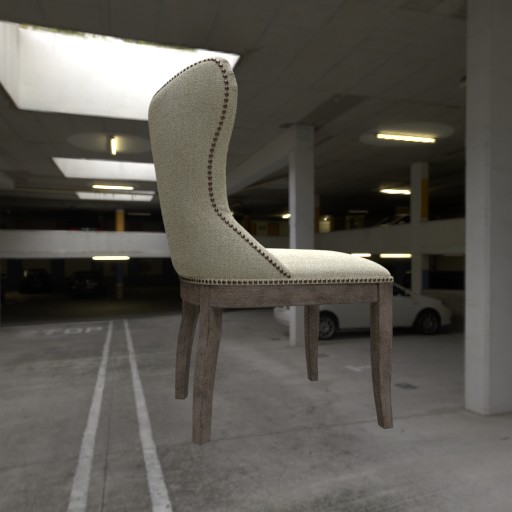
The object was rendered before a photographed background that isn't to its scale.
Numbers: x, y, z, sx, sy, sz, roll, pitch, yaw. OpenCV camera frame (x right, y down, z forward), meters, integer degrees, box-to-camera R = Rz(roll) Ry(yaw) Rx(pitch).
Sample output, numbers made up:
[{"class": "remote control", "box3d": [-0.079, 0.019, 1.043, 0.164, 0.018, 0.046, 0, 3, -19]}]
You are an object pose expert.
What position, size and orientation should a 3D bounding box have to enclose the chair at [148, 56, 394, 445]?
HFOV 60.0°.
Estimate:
[{"class": "chair", "box3d": [0.000, 0.000, 1.443, 0.681, 1.002, 0.654, 0, 0, -18]}]
